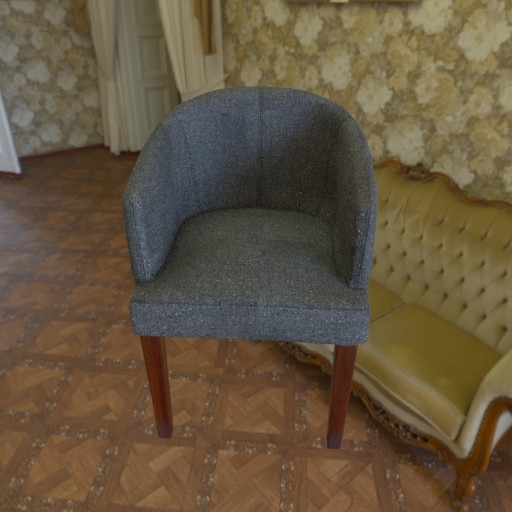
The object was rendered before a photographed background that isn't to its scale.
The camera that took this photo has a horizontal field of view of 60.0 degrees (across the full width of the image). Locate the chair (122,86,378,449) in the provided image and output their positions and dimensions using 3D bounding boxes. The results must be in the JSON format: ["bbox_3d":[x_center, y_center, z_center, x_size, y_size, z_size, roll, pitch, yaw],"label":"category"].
[{"bbox_3d":[0.000,0.000,1.239,0.583,0.811,0.655,2,29,3],"label":"chair"}]
